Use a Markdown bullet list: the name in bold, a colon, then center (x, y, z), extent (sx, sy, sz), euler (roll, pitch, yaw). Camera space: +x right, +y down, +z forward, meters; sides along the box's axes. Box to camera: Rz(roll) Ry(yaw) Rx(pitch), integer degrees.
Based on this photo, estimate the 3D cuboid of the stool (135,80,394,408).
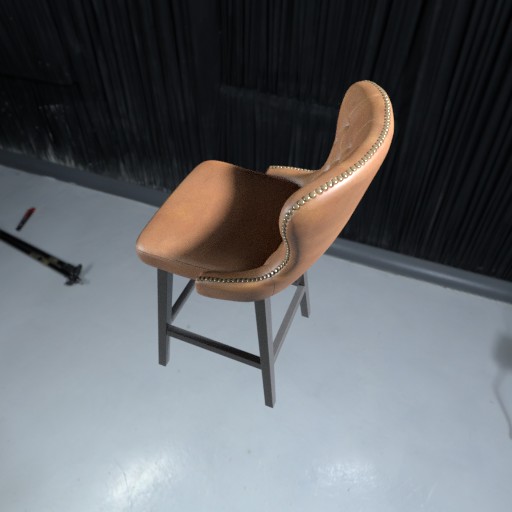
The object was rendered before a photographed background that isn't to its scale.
- **stool**: center (0.000, 0.000, 1.317), extent (0.593, 0.971, 0.528), euler (17, 49, 15)
